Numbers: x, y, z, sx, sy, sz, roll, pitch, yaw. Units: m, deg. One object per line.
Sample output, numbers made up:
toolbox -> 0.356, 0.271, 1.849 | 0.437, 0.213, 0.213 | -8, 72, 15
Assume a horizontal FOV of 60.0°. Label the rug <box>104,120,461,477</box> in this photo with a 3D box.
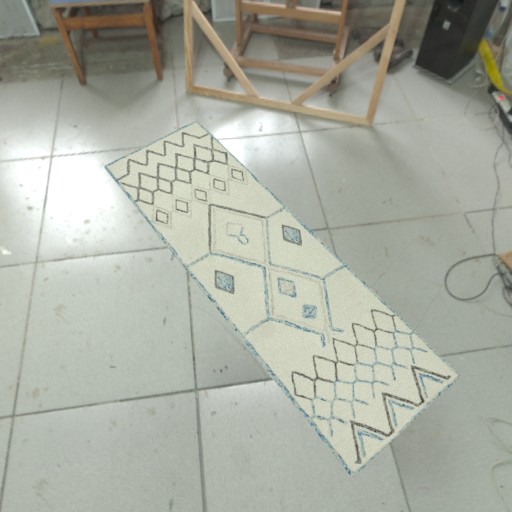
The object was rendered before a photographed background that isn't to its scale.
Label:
rug -> 0.000, 0.000, 2.658 | 0.770, 0.013, 2.434 | -33, 63, -19
